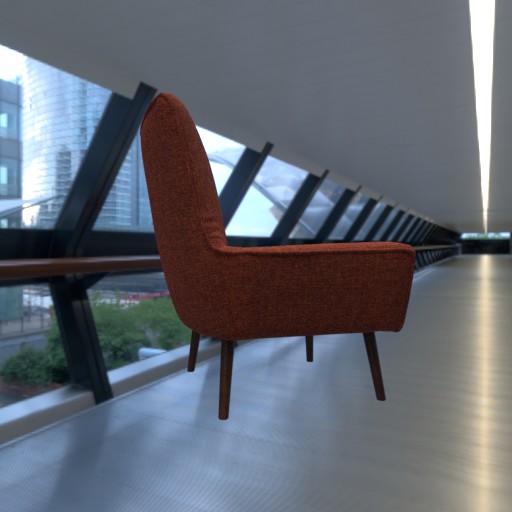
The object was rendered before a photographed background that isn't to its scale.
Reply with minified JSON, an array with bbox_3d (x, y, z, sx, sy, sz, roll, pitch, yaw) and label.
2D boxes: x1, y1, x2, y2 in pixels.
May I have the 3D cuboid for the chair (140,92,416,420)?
[{"bbox_3d":[0.000,0.000,1.555,0.784,0.911,0.803,0,0,-18],"label":"chair"}]
